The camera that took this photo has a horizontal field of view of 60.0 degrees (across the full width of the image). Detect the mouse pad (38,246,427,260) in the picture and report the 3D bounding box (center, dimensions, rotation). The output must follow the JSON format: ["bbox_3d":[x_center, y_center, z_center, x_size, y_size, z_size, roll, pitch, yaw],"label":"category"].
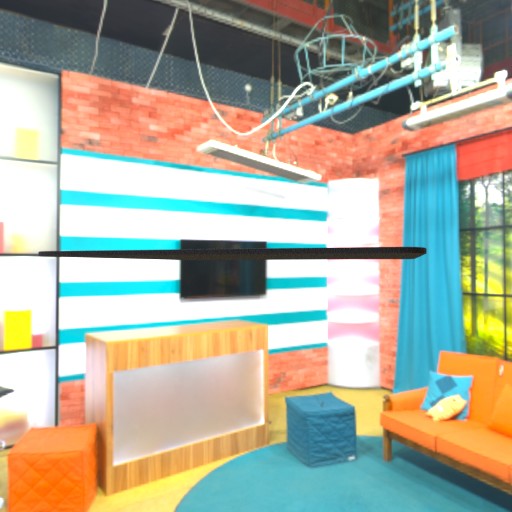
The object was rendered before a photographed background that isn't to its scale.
[{"bbox_3d":[0.000,0.000,0.330,0.229,0.003,0.203,0,-1,18],"label":"mouse pad"}]
